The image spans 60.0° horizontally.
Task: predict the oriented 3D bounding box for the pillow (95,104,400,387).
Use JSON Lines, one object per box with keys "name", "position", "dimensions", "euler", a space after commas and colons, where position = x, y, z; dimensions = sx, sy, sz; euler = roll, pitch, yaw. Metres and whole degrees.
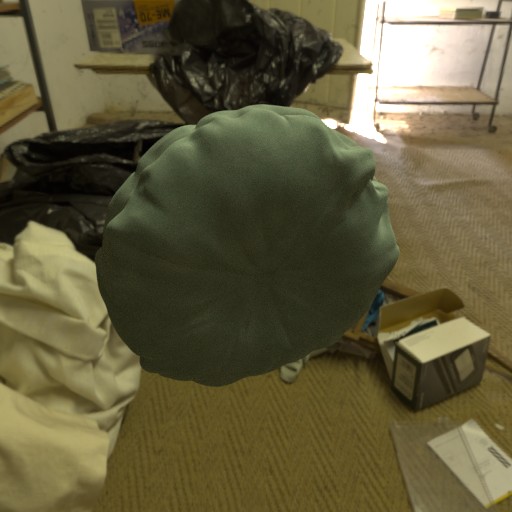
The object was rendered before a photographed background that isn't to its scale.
{"name": "pillow", "position": [0.000, 0.000, 0.627], "dimensions": [0.428, 0.407, 0.148], "euler": [-10, 34, -15]}
